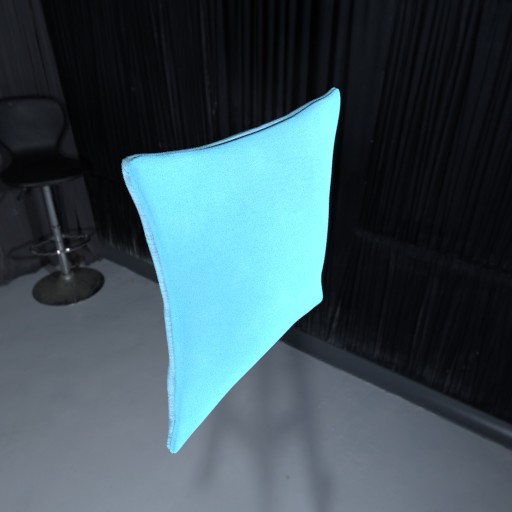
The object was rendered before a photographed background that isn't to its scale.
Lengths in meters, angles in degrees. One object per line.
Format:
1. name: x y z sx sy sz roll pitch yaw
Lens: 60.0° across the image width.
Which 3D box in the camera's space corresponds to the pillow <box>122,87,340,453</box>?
1. pillow: 0.000 0.000 0.654 0.151 0.415 0.433 20 36 29
